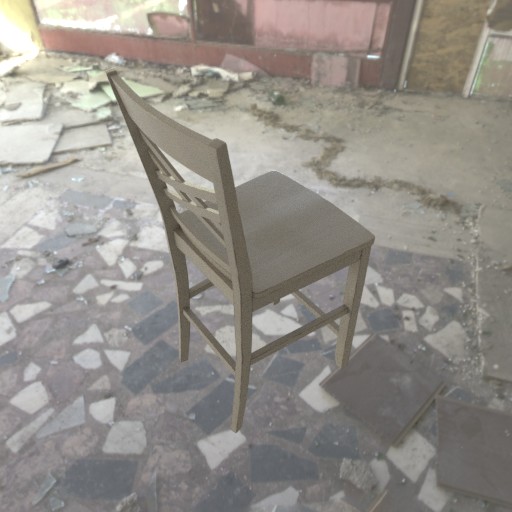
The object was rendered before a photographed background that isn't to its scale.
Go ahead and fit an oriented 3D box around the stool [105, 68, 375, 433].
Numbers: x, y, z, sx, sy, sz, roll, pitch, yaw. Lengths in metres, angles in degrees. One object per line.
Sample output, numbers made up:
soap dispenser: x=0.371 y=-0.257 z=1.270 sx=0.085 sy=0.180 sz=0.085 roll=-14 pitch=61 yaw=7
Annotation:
stool: x=0.000 y=0.000 z=1.336 sx=0.539 sy=1.079 sz=0.462 roll=-27 pitch=48 yaw=-27
